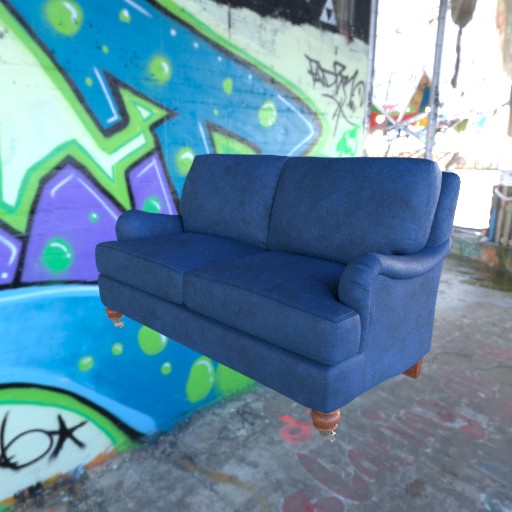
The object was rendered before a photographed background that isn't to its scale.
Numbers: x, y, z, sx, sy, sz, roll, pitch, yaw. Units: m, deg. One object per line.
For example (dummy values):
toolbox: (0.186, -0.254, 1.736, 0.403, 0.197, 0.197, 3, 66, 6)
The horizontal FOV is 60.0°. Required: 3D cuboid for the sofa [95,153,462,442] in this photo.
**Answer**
sofa: (0.000, 0.000, 2.497, 1.853, 1.101, 1.084, 13, 19, 42)
